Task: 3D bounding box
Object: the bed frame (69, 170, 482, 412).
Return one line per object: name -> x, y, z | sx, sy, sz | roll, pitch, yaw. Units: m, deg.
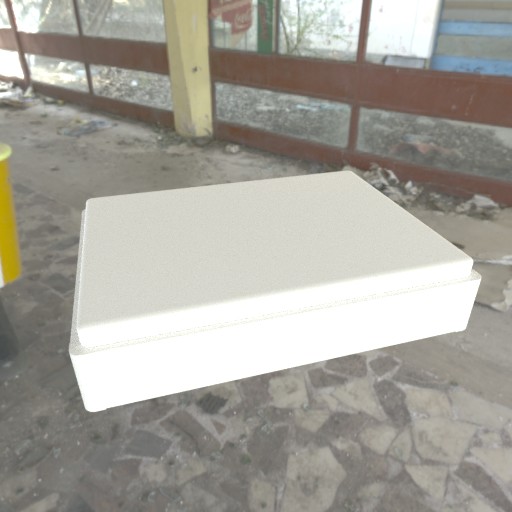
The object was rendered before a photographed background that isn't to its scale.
bed frame -> 0.000, 0.000, 2.543 | 1.900, 0.406, 1.400 | -9, 32, -14
